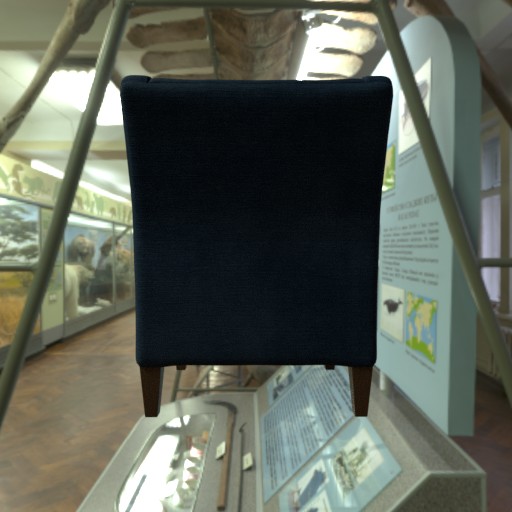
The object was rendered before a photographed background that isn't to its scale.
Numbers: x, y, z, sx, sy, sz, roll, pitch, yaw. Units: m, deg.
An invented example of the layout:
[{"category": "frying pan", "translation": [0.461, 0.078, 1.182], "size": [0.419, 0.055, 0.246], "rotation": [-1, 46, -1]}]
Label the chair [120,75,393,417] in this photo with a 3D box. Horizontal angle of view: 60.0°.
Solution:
[{"category": "chair", "translation": [0.000, 0.000, 1.629], "size": [0.774, 1.014, 0.870], "rotation": [0, 0, 0]}]
